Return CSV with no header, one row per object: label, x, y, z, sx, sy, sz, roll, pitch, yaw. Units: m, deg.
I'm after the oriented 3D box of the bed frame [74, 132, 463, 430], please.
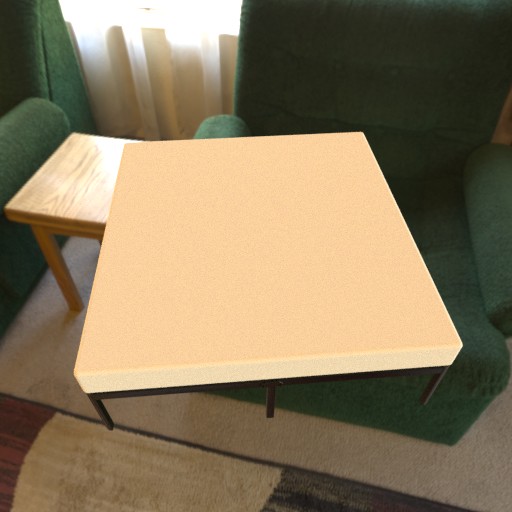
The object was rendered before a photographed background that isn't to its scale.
bed frame,0.000,0.000,3.130,1.963,0.659,2.079,-3,46,-3
